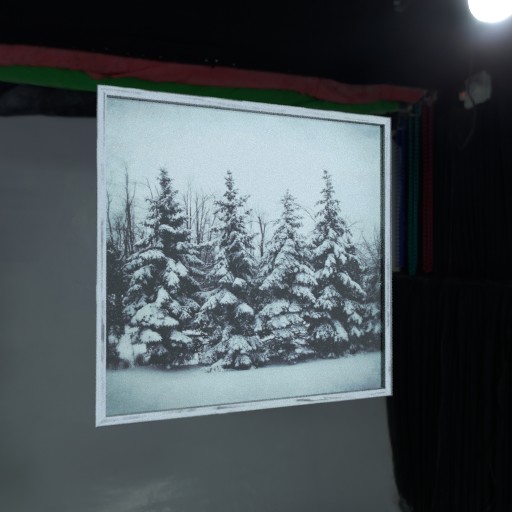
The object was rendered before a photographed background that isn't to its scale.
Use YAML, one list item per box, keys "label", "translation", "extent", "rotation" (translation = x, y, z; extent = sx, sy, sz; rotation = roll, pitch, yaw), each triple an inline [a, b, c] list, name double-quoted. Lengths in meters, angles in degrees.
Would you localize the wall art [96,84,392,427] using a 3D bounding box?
- label: "wall art"
  translation: [0.000, 0.000, 0.747]
  extent: [0.506, 0.506, 0.038]
  rotation: [0, -1, -18]
